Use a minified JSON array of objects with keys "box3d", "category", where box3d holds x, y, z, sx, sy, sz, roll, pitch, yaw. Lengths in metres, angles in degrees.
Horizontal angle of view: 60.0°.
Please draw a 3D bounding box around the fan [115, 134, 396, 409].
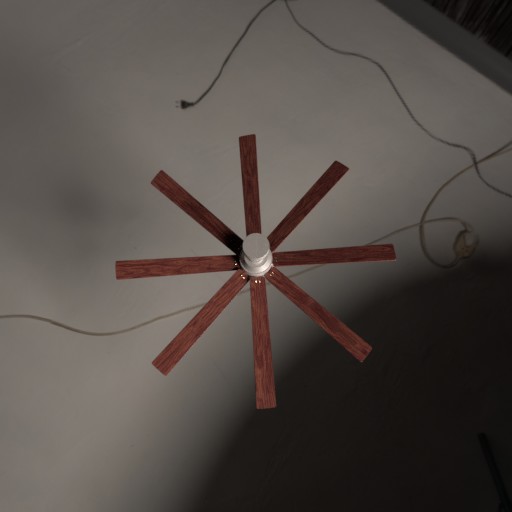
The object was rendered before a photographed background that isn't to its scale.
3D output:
[{"box3d":[0.000,0.000,2.769,1.830,0.472,1.830,40,79,9],"category":"fan"}]
